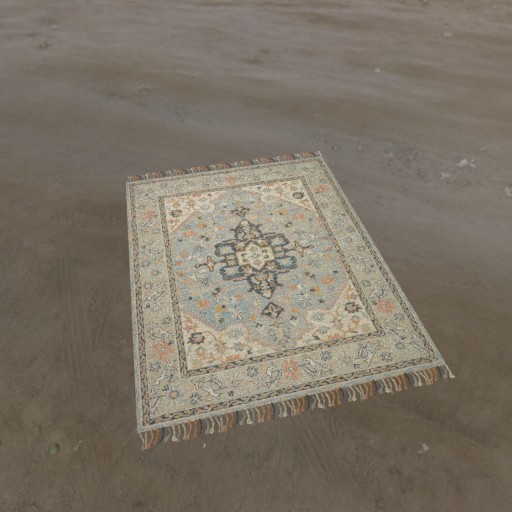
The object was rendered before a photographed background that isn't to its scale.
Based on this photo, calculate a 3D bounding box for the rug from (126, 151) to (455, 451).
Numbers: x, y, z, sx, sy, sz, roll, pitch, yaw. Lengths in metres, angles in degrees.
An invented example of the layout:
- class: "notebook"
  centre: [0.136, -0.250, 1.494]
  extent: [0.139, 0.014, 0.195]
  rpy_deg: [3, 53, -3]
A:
- class: "rug"
  centre: [0.000, 0.000, 2.295]
  extent: [1.278, 0.009, 1.730]
  rpy_deg: [-9, 47, -9]
